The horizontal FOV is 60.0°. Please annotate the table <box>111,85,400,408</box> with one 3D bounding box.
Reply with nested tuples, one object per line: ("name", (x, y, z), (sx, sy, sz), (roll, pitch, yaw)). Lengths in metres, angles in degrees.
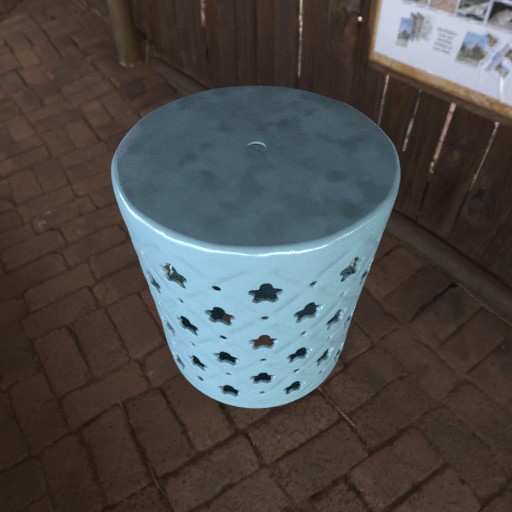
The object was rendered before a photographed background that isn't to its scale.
("table", (0.000, 0.000, 0.680), (0.352, 0.387, 0.352), (0, 47, 0))
